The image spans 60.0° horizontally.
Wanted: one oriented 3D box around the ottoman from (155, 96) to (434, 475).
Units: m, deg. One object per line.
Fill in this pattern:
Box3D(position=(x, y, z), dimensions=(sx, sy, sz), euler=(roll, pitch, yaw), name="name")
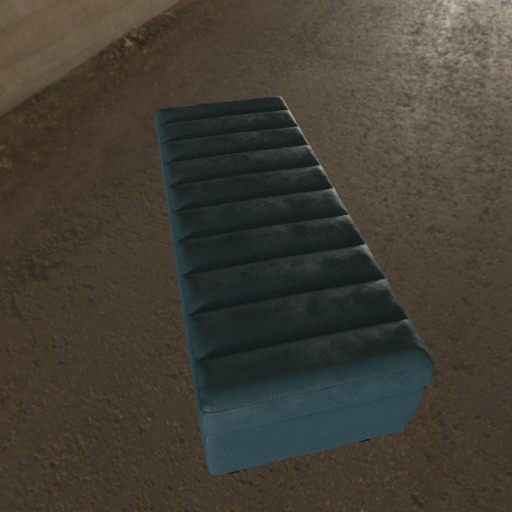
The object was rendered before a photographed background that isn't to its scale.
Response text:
Box3D(position=(0.000, 0.000, 1.355), dimensions=(0.482, 0.469, 1.151), euler=(-9, 47, -9), name="ottoman")
